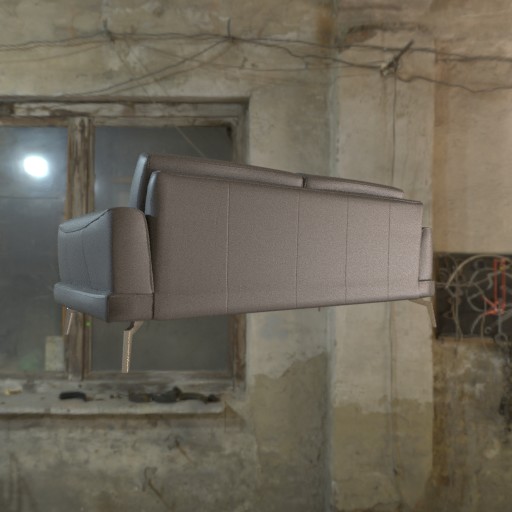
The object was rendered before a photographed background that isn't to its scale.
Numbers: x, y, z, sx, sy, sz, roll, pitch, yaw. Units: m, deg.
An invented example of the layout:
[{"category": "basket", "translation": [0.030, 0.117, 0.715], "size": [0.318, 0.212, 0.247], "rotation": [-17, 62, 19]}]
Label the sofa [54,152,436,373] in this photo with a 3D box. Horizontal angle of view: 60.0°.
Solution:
[{"category": "sofa", "translation": [0.000, 0.000, 2.731], "size": [2.177, 0.930, 1.121], "rotation": [0, 0, -35]}]
